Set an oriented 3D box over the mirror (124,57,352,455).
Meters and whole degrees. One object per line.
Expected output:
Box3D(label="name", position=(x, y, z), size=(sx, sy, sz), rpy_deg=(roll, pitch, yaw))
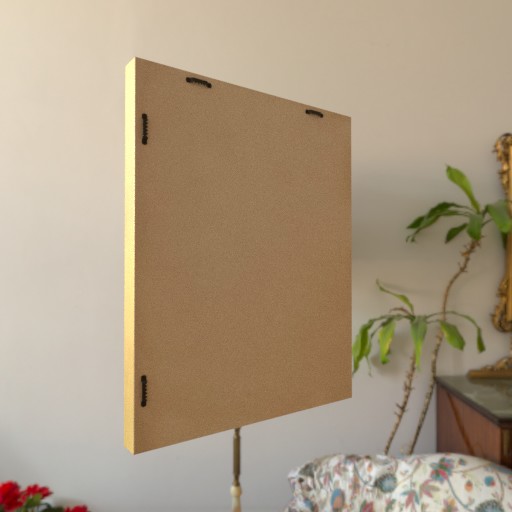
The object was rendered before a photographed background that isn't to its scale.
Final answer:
Box3D(label="mirror", position=(0.000, 0.000, 0.695), size=(0.405, 0.508, 0.041), rpy_deg=(1, -1, -36))
